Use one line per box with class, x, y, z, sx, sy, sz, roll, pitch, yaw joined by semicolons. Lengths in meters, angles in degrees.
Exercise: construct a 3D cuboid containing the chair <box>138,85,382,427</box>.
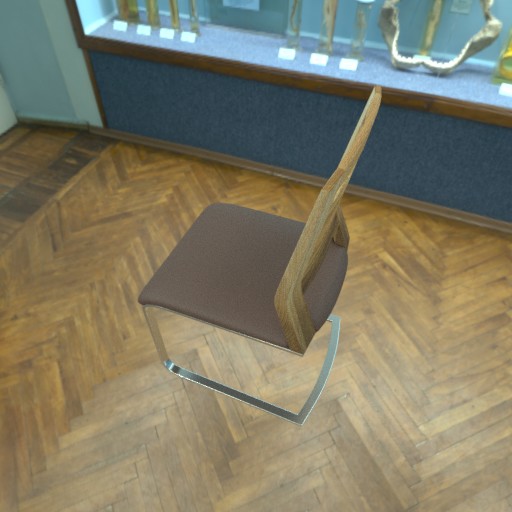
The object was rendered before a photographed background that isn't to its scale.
chair;0.000;0.000;1.288;0.570;0.970;0.460;17;49;15
